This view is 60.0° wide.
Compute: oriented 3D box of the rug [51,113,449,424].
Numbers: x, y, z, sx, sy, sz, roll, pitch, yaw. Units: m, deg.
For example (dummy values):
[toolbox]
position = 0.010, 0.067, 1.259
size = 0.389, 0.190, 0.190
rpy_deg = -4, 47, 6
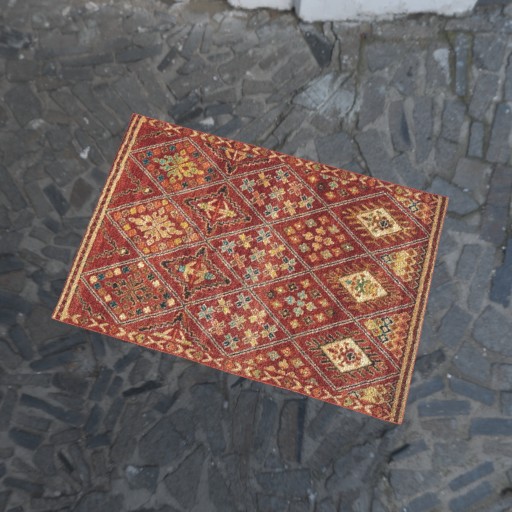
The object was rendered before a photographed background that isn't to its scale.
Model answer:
[rug]
position = 0.000, 0.000, 2.921
size = 2.286, 0.026, 1.521
rpy_deg = 16, 77, 4
